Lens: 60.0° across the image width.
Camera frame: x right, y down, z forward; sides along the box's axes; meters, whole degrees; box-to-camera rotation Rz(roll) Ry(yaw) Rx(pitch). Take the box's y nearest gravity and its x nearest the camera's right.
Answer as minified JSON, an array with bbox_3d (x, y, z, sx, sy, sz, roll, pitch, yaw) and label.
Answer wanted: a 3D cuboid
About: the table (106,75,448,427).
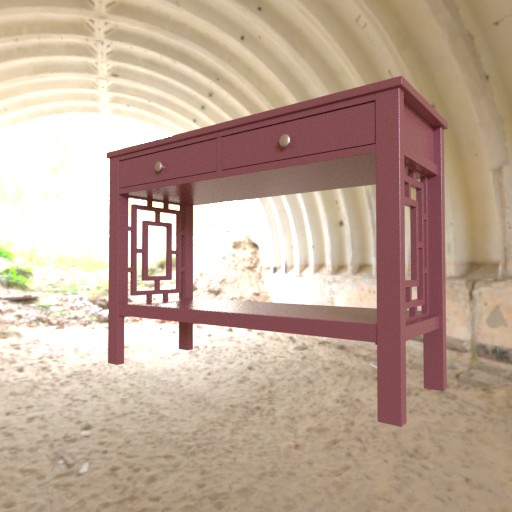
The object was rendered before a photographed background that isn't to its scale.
[{"bbox_3d":[0.000,0.000,1.414,1.068,0.753,0.397,-1,-2,37],"label":"table"}]
